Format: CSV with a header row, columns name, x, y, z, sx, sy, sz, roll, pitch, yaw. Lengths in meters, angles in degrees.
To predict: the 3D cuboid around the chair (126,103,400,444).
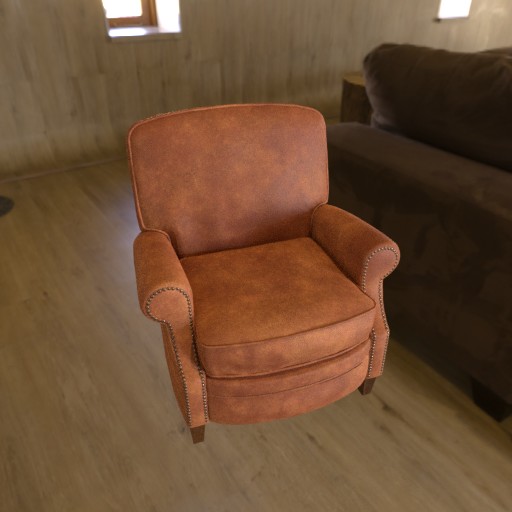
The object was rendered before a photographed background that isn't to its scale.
name,x,y,z,sx,sy,sz,roll,pitch,yaw
chair,0.000,0.000,1.742,0.936,1.018,0.986,-10,33,-16
